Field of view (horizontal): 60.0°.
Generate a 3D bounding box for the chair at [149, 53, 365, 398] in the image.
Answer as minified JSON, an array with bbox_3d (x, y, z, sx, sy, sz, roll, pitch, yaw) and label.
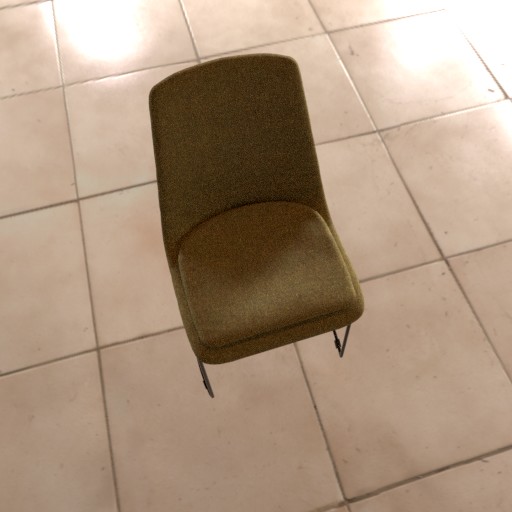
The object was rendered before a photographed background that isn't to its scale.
[{"bbox_3d":[0.000,0.000,1.159,0.479,0.849,0.496,-15,65,-7],"label":"chair"}]
